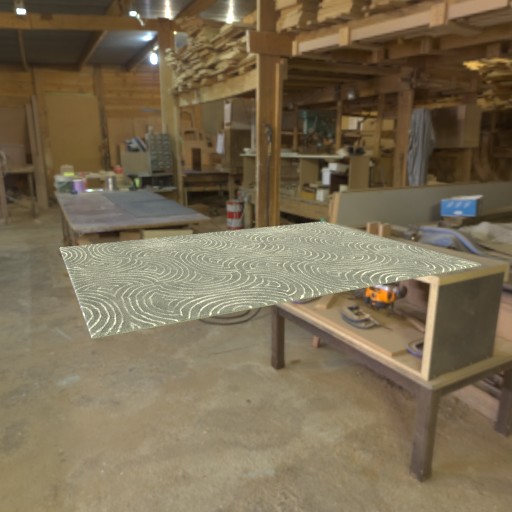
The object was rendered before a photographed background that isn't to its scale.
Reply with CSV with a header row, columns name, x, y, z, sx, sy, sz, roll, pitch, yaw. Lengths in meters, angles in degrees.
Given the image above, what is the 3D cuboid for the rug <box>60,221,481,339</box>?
name,x,y,z,sx,sy,sz,roll,pitch,yaw
rug,0.000,0.000,2.759,2.144,0.015,1.543,-7,16,-26
